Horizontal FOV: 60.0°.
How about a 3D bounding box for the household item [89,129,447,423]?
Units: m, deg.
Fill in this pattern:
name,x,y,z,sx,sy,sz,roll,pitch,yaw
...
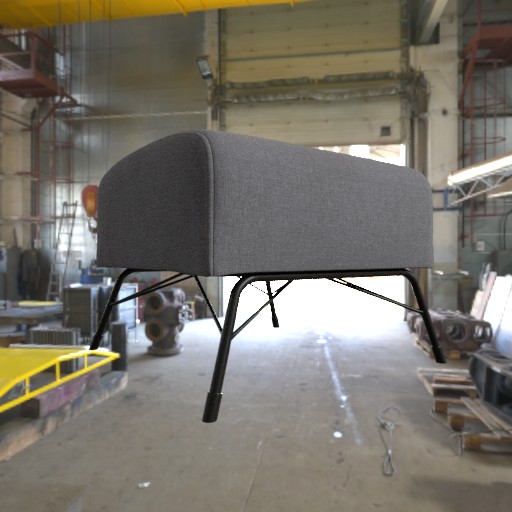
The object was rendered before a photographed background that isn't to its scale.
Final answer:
name,x,y,z,sx,sy,sz,roll,pitch,yaw
household item,0.000,0.000,0.911,0.530,0.410,0.530,0,0,-36
